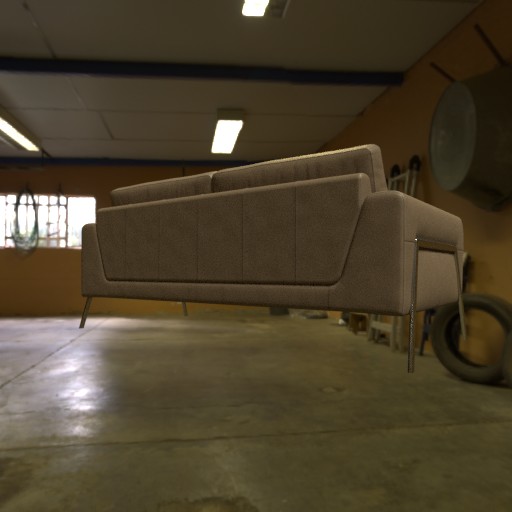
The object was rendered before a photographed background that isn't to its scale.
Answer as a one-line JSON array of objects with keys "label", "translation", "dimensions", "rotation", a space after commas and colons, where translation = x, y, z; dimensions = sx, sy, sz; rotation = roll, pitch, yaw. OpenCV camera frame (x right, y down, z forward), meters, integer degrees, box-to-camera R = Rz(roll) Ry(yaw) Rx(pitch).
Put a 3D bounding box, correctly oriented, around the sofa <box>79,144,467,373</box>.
[{"label": "sofa", "translation": [0.000, 0.000, 2.515], "dimensions": [2.017, 0.875, 0.953], "rotation": [-1, -2, 36]}]
